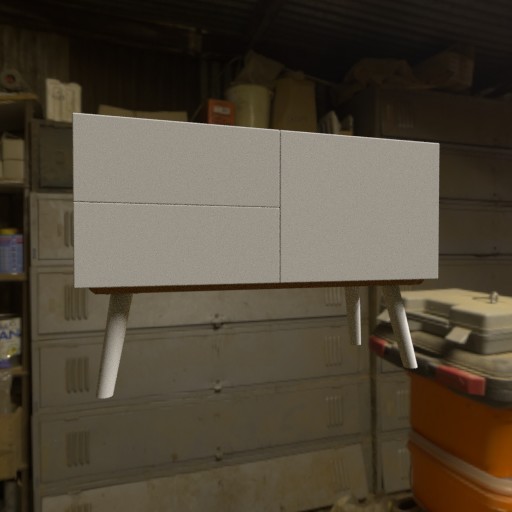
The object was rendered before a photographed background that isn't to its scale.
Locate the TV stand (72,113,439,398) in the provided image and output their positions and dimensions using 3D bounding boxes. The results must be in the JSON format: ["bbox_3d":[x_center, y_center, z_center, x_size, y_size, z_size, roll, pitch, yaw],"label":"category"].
[{"bbox_3d":[0.000,0.000,1.342,0.991,0.660,0.407,0,1,-17],"label":"TV stand"}]
